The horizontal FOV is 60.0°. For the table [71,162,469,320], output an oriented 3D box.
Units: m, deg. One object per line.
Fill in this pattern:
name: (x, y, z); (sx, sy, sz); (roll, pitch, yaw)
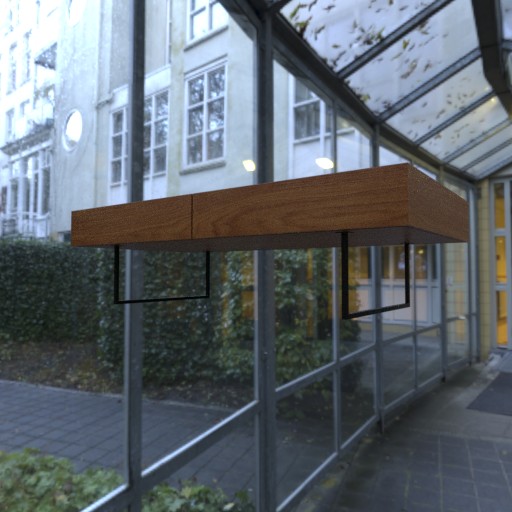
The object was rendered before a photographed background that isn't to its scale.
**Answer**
table: (0.000, 0.000, 1.480); (1.194, 0.330, 0.610); (-2, -3, 36)
